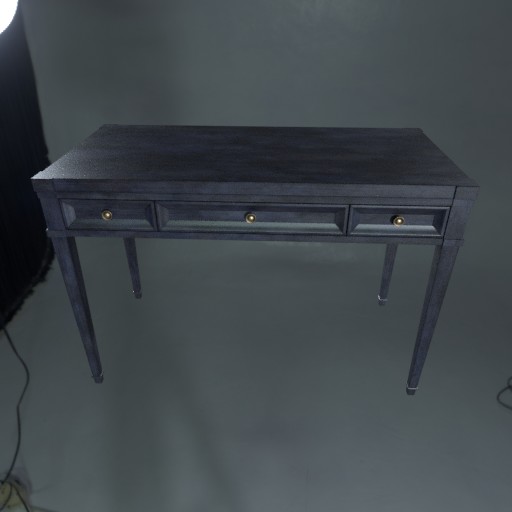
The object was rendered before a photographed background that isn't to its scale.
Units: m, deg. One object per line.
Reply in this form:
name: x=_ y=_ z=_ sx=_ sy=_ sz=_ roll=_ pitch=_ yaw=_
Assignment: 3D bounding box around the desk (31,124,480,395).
desk: x=0.000 y=0.000 z=1.758 sx=1.289 sy=0.861 sz=0.630 roll=1 pitch=31 yaw=2
